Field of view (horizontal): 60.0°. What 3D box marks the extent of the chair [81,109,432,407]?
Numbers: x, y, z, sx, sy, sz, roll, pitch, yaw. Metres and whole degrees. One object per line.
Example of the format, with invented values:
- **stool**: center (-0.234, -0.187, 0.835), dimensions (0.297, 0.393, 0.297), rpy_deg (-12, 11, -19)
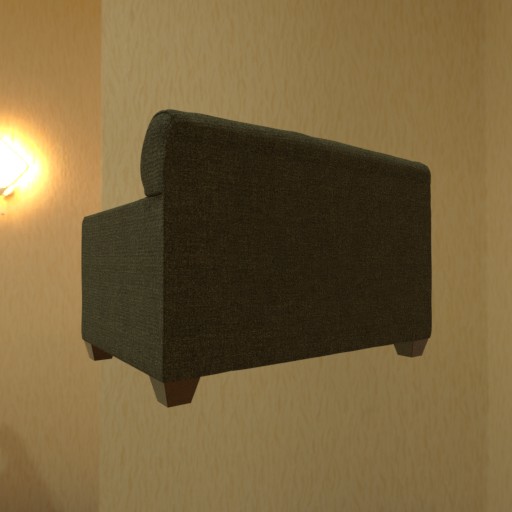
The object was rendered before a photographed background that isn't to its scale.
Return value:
- **chair**: center (0.000, 0.000, 2.099), dimensions (1.383, 0.948, 1.000), rpy_deg (1, -1, -36)
